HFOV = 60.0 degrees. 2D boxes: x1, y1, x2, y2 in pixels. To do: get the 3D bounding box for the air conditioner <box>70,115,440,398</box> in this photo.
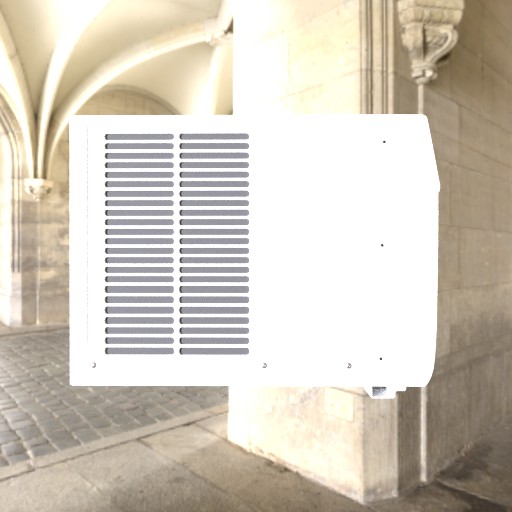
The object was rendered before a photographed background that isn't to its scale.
[{"bbox_3d":[0.000,0.000,1.032,0.599,0.455,0.645,0,0,1],"label":"air conditioner"}]
